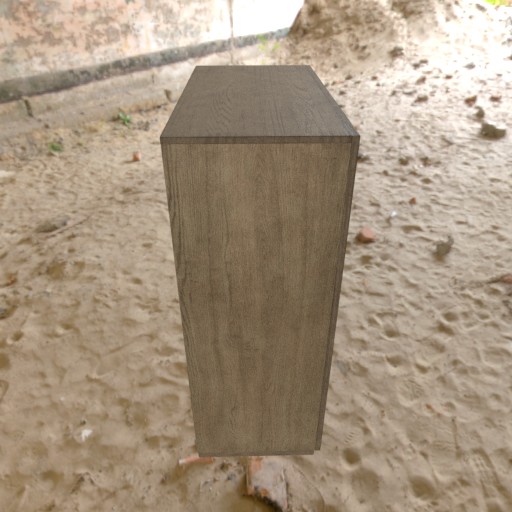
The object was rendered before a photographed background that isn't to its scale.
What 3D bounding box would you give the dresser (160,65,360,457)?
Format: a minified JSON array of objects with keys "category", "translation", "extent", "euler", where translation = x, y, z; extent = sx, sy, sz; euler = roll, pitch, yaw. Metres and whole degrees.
[{"category":"dresser","translation":[0.000,0.000,1.815],"extent":[0.483,1.295,0.967],"euler":[-1,33,-1]}]
